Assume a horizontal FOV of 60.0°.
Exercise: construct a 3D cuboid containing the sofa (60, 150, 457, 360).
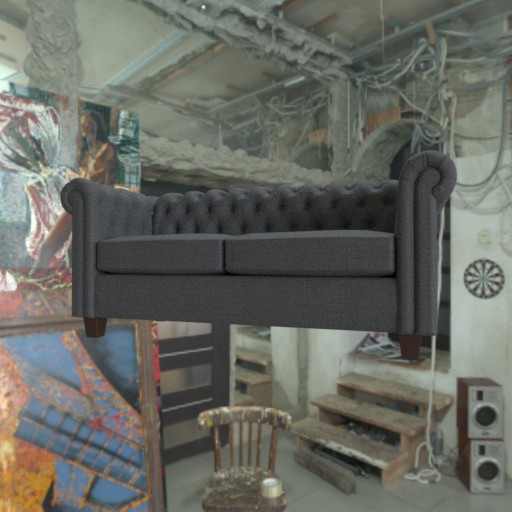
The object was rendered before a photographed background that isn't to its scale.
[{"bbox_3d":[0.000,0.000,2.236,1.798,0.797,0.783,0,-1,19],"label":"sofa"}]
